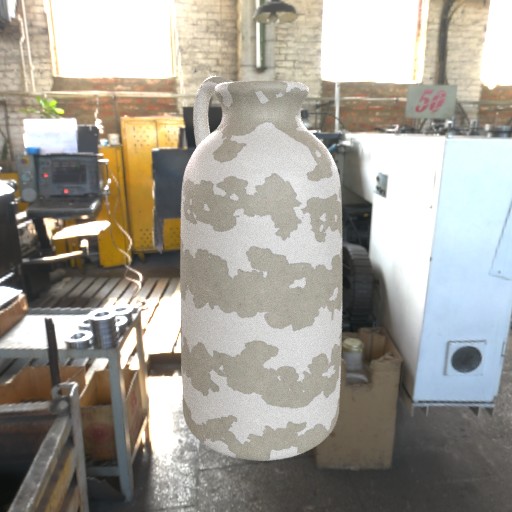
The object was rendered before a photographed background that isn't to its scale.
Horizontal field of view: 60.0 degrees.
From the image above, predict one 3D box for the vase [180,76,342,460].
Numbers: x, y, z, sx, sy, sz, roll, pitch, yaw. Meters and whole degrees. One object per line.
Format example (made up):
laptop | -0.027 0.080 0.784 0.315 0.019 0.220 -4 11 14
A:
vase | 0.000 0.000 0.491 0.186 0.382 0.203 -15 22 -42
